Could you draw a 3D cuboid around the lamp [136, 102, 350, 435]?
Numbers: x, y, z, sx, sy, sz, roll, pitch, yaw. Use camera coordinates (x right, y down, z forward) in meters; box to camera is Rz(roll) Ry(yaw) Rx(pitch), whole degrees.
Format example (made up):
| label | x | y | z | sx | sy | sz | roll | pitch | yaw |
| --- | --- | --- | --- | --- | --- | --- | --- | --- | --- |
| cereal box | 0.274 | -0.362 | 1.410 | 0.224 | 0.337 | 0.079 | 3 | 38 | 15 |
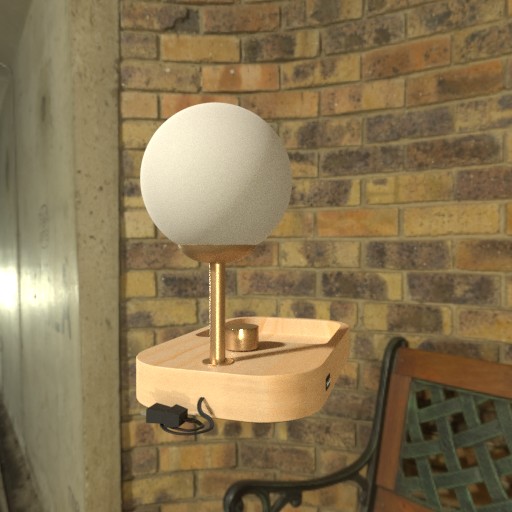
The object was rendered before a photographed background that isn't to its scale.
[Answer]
| label | x | y | z | sx | sy | sz | roll | pitch | yaw |
| --- | --- | --- | --- | --- | --- | --- | --- | --- | --- |
| lamp | 0.000 | 0.000 | 0.469 | 0.173 | 0.253 | 0.331 | 0 | 1 | 18 |
